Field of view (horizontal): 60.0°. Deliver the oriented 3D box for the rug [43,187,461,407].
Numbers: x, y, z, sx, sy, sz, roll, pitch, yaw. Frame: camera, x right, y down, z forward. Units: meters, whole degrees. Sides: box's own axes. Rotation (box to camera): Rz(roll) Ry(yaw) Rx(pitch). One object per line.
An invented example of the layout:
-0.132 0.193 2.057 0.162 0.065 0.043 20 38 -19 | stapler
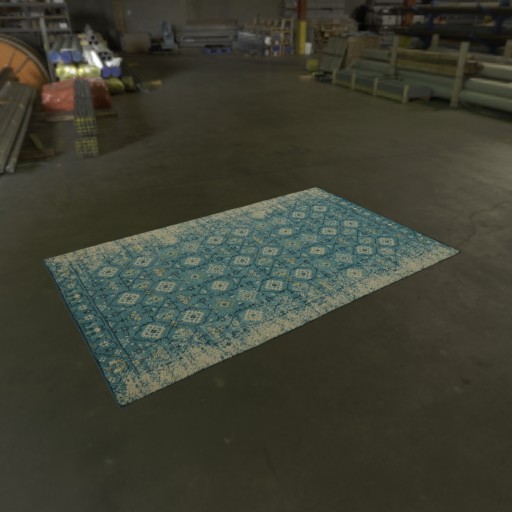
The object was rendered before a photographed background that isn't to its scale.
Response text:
0.000 0.000 3.032 2.449 0.015 1.530 -19 34 -29 | rug
